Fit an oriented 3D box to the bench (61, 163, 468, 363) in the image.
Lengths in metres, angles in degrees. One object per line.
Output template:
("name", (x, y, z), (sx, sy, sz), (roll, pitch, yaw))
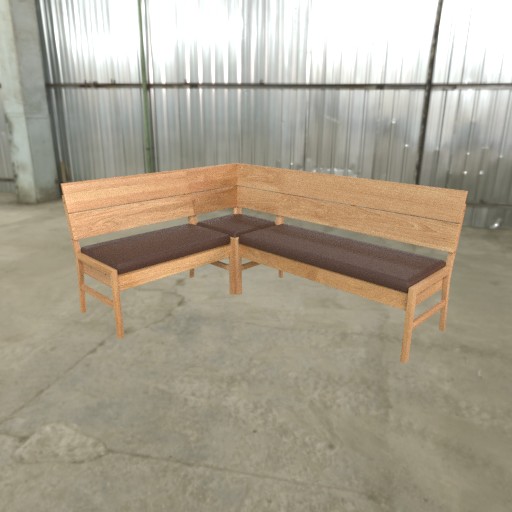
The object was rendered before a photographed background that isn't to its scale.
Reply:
("bench", (0.000, 0.000, 2.838), (1.975, 0.890, 1.549), (17, 25, 41))
